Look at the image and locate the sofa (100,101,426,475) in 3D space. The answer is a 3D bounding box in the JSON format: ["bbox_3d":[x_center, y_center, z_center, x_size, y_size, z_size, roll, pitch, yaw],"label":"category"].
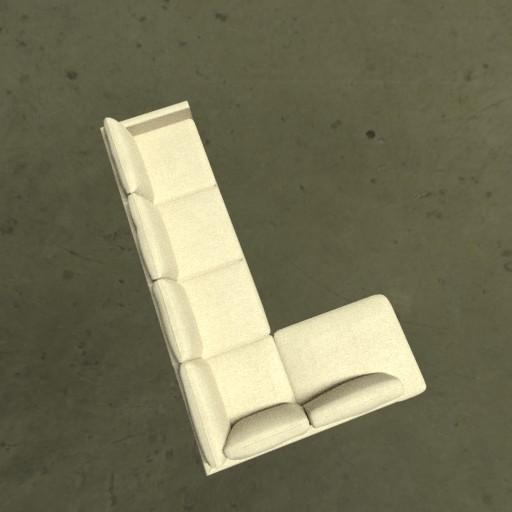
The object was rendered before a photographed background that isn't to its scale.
[{"bbox_3d":[0.000,0.000,4.278,2.048,0.996,3.384,-19,77,-5],"label":"sofa"}]
